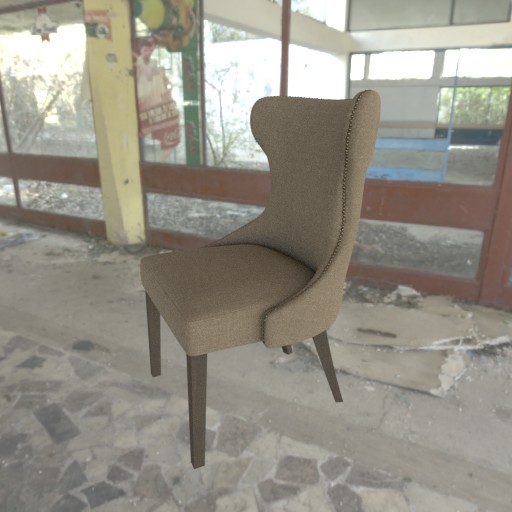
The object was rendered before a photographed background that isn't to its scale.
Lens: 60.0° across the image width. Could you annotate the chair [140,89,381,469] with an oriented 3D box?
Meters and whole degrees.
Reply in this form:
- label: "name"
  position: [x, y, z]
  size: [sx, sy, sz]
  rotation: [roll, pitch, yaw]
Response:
- label: "chair"
  position: [0.000, 0.000, 1.386]
  size: [0.635, 0.967, 0.628]
  rotation: [-8, 20, -24]
